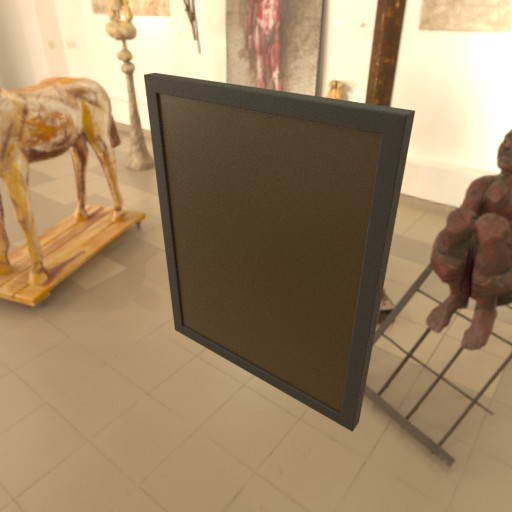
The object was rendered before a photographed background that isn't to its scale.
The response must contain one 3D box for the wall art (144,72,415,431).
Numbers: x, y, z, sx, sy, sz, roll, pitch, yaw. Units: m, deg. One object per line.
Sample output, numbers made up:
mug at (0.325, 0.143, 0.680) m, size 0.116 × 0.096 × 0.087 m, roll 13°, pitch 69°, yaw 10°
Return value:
wall art at (0.000, 0.000, 0.779) m, size 0.457 × 0.558 × 0.028 m, roll 22°, pitch 37°, yaw 31°
